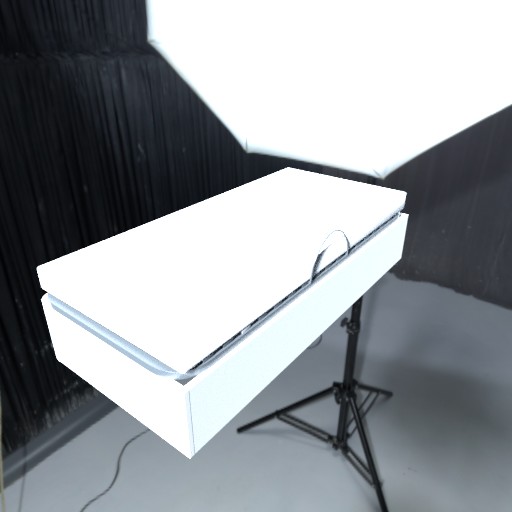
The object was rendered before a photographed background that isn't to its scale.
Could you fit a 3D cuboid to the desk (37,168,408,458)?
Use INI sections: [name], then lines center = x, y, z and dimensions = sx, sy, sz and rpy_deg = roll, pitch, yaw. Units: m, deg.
[desk]
center = 0.000, 0.000, 2.326
dimensions = 0.900, 0.526, 1.900
rpy_deg = 20, 33, 33
